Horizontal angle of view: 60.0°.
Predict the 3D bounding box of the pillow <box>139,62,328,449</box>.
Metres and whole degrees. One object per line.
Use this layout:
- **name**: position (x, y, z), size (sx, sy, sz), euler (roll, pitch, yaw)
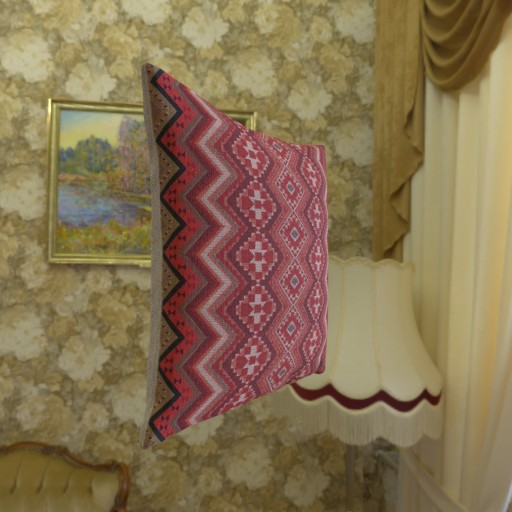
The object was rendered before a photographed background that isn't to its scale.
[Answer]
- **pillow**: position (0.000, 0.000, 0.788), size (0.158, 0.511, 0.513), euler (-1, -2, 35)
